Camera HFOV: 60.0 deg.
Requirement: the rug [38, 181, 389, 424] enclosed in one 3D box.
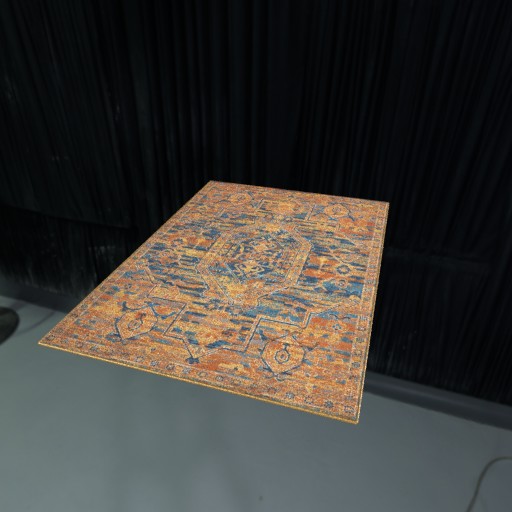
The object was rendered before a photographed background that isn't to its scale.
[{"bbox_3d":[0.000,0.000,3.782,2.043,0.019,2.916,9,33,15],"label":"rug"}]
